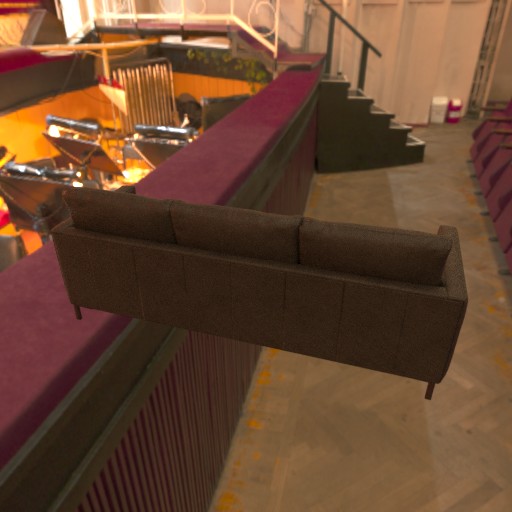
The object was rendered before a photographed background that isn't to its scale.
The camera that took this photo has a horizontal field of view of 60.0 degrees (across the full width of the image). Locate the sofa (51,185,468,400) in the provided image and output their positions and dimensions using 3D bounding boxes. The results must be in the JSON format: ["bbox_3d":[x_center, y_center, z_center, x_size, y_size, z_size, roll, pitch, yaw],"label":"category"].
[{"bbox_3d":[0.000,0.000,2.402,2.029,0.805,0.748,9,31,16],"label":"sofa"}]
